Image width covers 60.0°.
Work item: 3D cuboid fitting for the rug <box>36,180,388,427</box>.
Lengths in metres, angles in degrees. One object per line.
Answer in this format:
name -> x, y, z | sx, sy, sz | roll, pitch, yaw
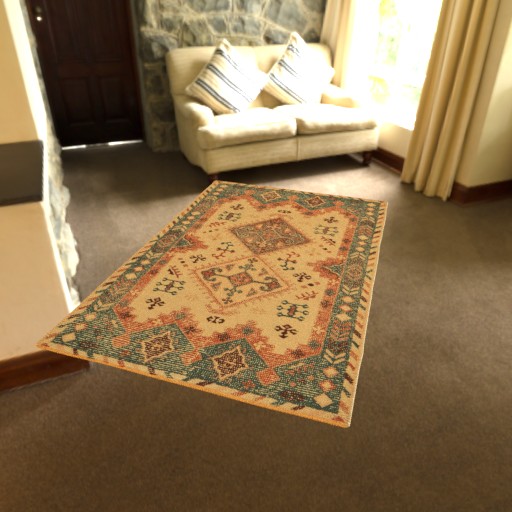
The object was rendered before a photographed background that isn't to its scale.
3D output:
rug -> 0.000, 0.000, 2.311 | 1.225, 0.015, 1.840 | 9, 32, 15
